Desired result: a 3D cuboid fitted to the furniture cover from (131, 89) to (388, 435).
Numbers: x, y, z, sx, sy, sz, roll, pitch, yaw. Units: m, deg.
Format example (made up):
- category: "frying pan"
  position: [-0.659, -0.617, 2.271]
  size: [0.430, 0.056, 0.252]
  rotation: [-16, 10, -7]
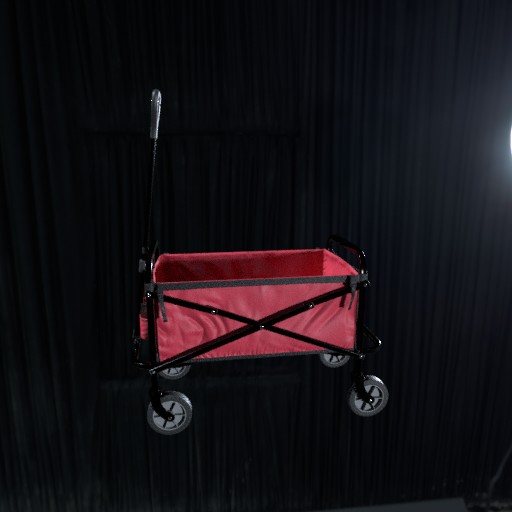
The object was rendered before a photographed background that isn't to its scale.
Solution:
- category: "furniture cover"
  position: [0.000, 0.000, 1.849]
  size: [1.038, 1.295, 0.532]
  rotation: [-2, 14, -8]
